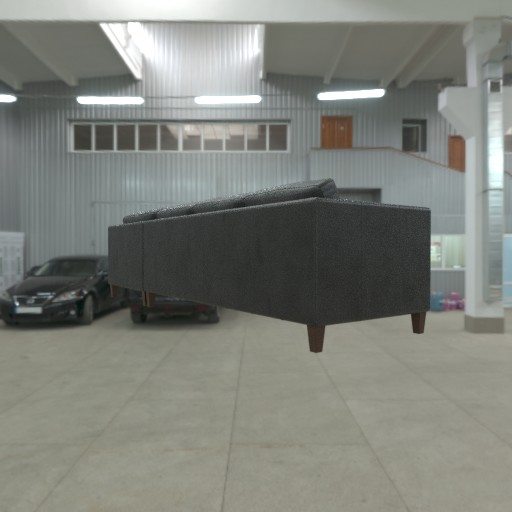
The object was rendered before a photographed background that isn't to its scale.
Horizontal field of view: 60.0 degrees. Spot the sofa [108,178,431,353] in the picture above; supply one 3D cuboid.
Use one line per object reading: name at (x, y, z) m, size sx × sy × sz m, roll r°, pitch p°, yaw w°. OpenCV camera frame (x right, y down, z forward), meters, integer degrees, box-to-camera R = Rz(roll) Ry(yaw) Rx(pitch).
sofa at (0.000, 0.000, 3.842) m, size 1.581 × 0.883 × 3.203 m, roll -1°, pitch 1°, yaw -35°
